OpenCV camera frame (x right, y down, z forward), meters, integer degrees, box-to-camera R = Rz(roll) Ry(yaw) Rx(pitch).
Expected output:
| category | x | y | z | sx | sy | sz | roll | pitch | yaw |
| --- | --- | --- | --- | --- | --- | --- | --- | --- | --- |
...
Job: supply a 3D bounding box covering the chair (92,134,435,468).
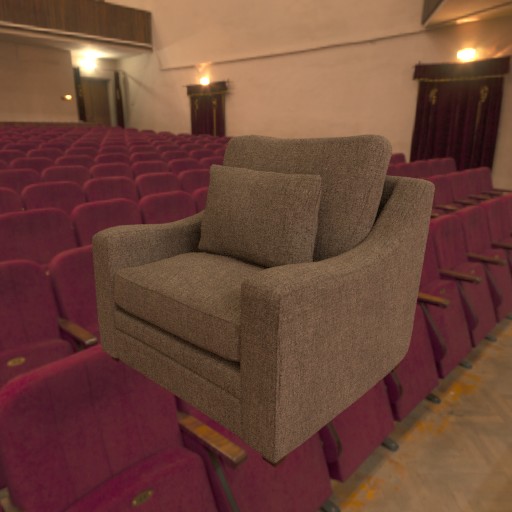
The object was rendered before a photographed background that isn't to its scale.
| category | x | y | z | sx | sy | sz | roll | pitch | yaw |
| --- | --- | --- | --- | --- | --- | --- | --- | --- | --- |
| chair | 0.000 | 0.000 | 1.960 | 1.138 | 1.037 | 1.009 | 15 | 21 | 41 |
